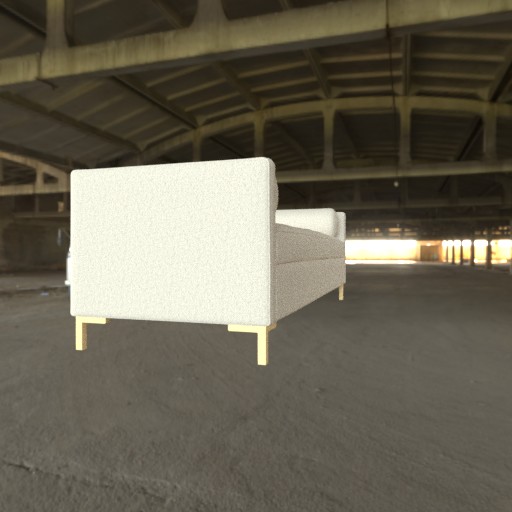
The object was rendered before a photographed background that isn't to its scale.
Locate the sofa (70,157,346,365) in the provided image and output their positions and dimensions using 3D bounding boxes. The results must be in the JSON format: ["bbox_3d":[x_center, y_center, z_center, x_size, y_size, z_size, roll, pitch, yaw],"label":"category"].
[{"bbox_3d":[0.000,0.000,2.360,0.746,0.641,1.985,0,0,18],"label":"sofa"}]
